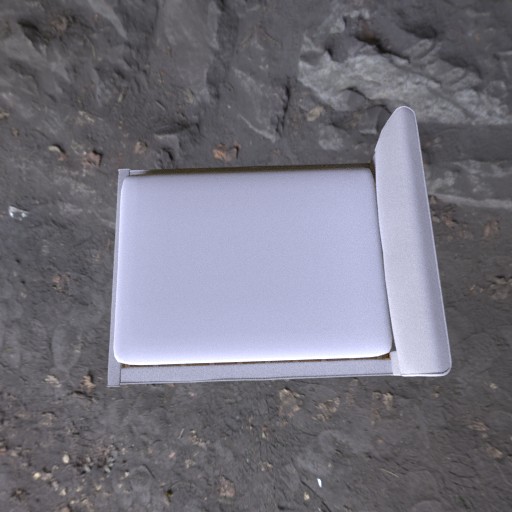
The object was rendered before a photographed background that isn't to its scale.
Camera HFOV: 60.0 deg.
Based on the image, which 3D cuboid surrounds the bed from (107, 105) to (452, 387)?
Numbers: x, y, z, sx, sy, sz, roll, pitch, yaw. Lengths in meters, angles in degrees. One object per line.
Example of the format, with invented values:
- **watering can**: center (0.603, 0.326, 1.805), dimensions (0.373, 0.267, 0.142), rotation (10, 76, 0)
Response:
- **bed**: center (0.000, 0.000, 3.360), dimensions (2.368, 1.067, 1.840), rotation (-2, 75, -1)
